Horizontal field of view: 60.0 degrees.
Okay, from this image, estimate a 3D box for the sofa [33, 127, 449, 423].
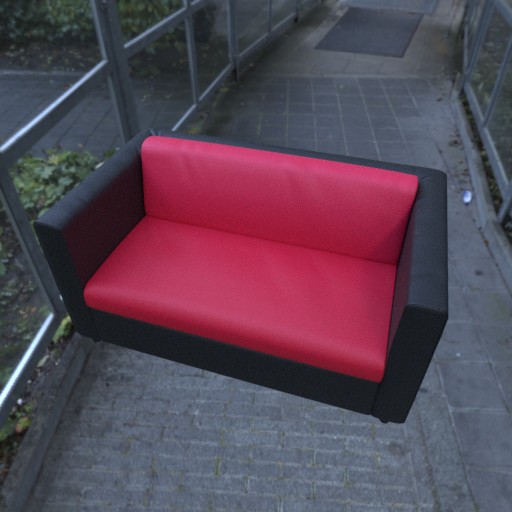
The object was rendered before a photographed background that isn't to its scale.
[{"bbox_3d":[0.000,0.000,1.896,1.410,0.735,0.845,12,42,14],"label":"sofa"}]
